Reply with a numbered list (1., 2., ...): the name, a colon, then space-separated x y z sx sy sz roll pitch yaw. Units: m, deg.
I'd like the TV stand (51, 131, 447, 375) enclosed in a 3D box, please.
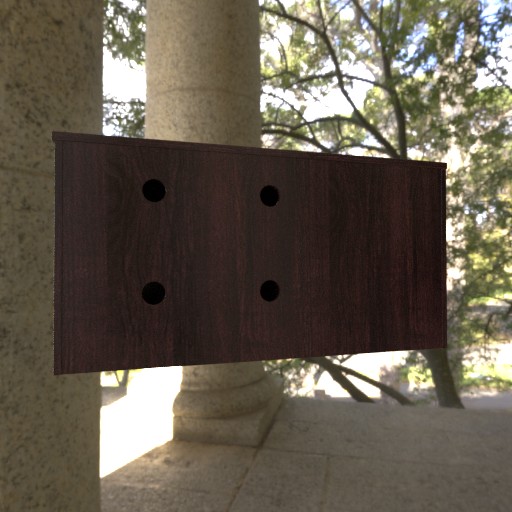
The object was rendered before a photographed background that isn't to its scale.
1. TV stand: 0.000 0.000 1.470 1.192 0.614 0.404 0 -1 -17
